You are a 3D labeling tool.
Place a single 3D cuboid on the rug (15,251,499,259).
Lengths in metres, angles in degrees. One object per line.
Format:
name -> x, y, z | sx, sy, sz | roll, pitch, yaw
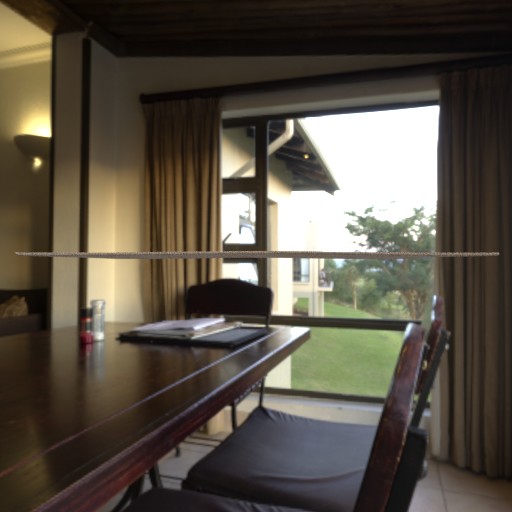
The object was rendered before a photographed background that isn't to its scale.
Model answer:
rug -> 0.000, 0.000, 2.874 | 2.264, 0.030, 1.624 | 0, -1, -1
